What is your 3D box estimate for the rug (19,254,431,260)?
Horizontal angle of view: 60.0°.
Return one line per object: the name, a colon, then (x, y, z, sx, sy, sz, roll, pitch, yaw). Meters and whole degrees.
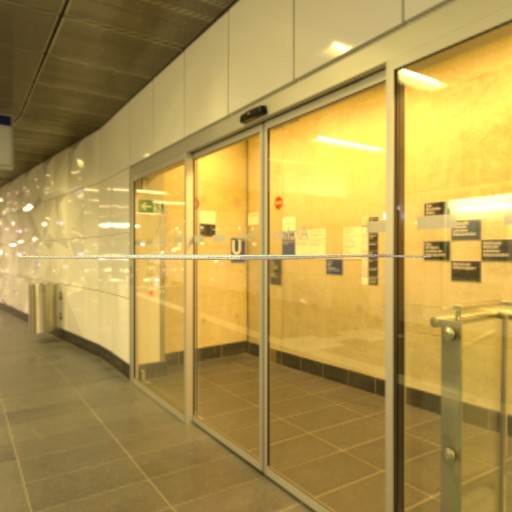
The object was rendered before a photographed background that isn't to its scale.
rug: (0.000, 0.000, 2.911, 1.593, 0.029, 2.305, 0, 0, 37)
